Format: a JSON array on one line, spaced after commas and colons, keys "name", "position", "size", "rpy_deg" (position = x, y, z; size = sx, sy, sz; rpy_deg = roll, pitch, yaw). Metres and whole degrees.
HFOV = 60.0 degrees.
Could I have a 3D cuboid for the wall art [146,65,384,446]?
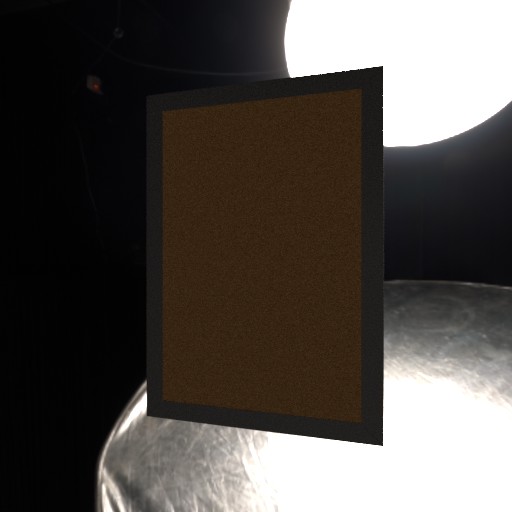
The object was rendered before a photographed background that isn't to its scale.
[{"name": "wall art", "position": [0.000, 0.000, 0.685], "size": [0.380, 0.534, 0.013], "rpy_deg": [0, 0, 18]}]
